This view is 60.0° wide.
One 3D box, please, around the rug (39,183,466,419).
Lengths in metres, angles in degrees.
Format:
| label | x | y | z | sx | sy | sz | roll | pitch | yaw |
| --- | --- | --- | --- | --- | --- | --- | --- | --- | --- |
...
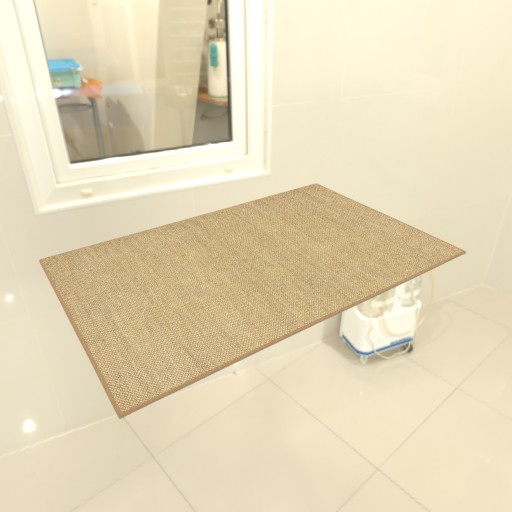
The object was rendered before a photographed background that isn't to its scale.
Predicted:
| label | x | y | z | sx | sy | sz | roll | pitch | yaw |
| --- | --- | --- | --- | --- | --- | --- | --- | --- | --- |
| rug | 0.000 | 0.000 | 2.039 | 1.668 | 0.012 | 1.061 | -19 | 36 | -29 |
